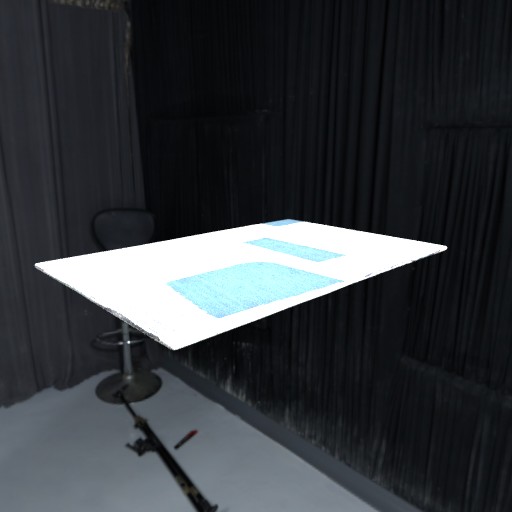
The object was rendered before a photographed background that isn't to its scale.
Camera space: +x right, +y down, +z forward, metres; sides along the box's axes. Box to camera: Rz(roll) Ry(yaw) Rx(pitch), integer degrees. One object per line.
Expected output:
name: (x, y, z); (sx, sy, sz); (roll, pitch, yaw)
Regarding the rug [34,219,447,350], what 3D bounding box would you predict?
rug: (0.000, 0.000, 2.362); (1.847, 0.020, 1.238); (-13, 20, -42)
